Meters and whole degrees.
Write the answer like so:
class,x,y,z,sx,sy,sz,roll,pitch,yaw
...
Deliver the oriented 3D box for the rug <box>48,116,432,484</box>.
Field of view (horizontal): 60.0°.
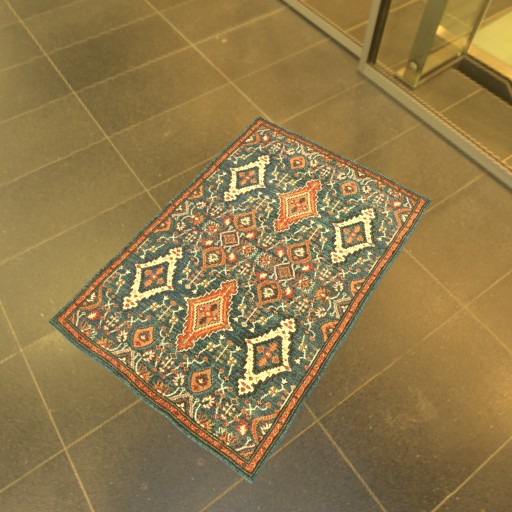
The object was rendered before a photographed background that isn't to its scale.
class,x,y,z,sx,sy,sz,roll,pitch,yaw
rug,0.000,0.000,3.095,1.622,0.009,2.373,31,63,18
